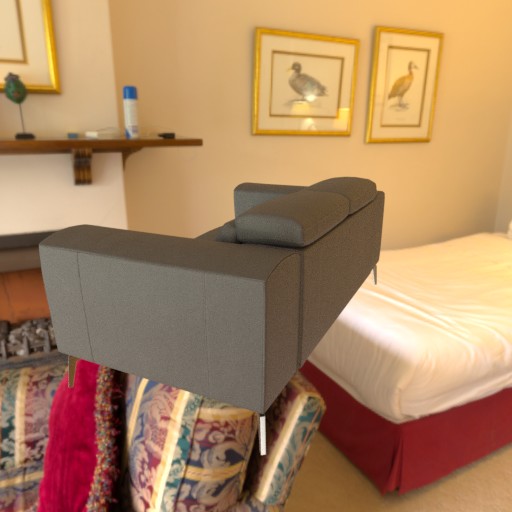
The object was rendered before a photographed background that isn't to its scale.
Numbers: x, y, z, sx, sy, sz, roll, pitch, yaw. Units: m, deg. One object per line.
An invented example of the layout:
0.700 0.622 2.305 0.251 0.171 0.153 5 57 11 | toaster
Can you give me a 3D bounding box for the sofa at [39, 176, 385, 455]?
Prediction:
0.000 0.000 2.376 1.003 0.779 1.895 8 19 25 | sofa
